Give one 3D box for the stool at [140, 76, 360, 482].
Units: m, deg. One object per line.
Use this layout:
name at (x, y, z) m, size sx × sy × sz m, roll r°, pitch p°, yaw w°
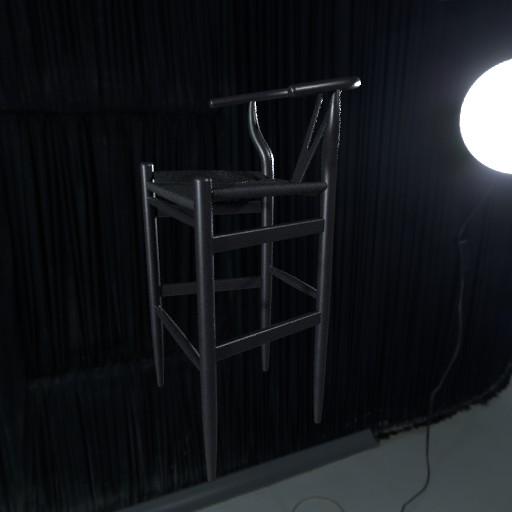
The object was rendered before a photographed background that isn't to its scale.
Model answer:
stool at (0.000, 0.000, 1.413) m, size 0.579 × 1.072 × 0.569 m, roll -8°, pitch 17°, yaw -26°
